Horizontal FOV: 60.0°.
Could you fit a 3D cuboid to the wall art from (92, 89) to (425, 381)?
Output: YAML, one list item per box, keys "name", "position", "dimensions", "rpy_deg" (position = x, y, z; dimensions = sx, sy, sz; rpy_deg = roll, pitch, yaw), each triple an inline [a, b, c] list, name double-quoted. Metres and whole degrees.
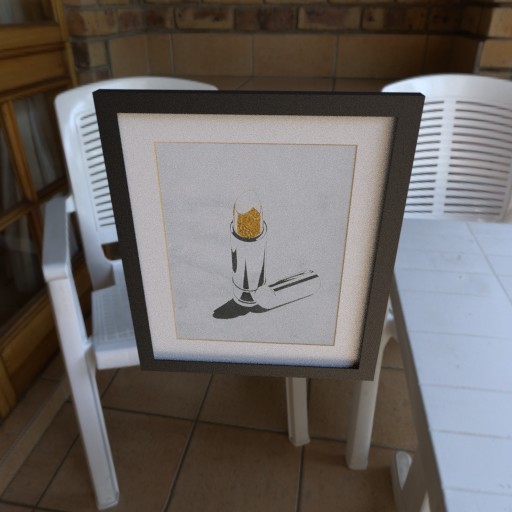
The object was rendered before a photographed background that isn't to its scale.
- name: "wall art"
  position: [0.000, 0.000, 0.542]
  dimensions: [0.330, 0.381, 0.019]
  rpy_deg: [2, 30, 3]
